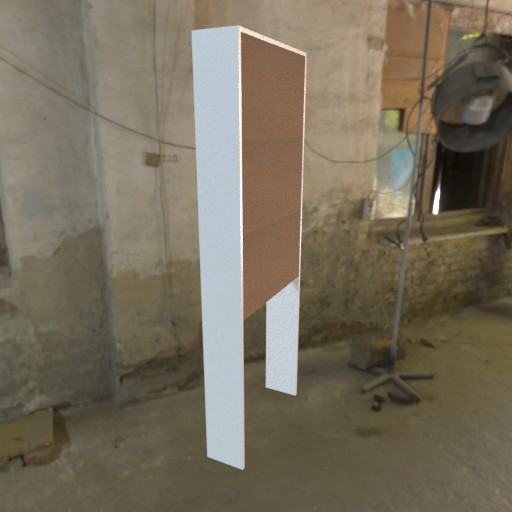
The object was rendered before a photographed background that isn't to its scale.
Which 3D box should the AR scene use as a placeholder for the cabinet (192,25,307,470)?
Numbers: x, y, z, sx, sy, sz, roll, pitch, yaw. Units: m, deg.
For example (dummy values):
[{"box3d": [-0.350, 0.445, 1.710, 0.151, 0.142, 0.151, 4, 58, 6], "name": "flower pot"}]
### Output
[{"box3d": [0.000, 0.000, 2.019, 0.192, 1.770, 0.643, 8, 18, 25], "name": "cabinet"}]
